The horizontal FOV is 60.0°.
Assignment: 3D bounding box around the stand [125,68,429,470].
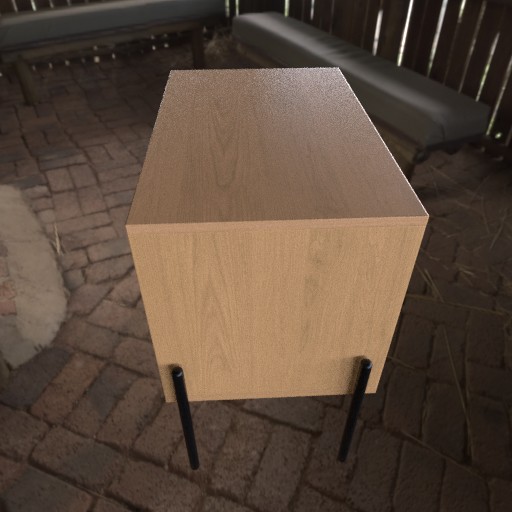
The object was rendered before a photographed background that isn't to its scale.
[{"bbox_3d":[0.000,0.000,0.957,0.400,0.600,0.630,-2,40,-2],"label":"stand"}]
